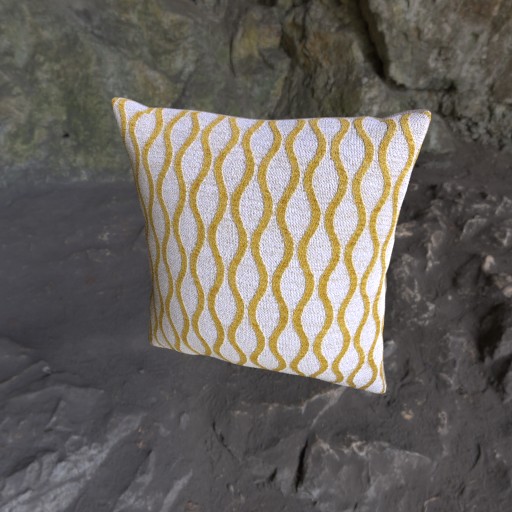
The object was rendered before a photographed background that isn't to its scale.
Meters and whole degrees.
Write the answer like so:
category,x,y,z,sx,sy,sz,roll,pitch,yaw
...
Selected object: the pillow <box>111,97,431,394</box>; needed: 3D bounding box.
category,x,y,z,sx,sy,sz,roll,pitch,yaw
pillow,0.000,0.000,0.659,0.429,0.436,0.159,8,29,15
